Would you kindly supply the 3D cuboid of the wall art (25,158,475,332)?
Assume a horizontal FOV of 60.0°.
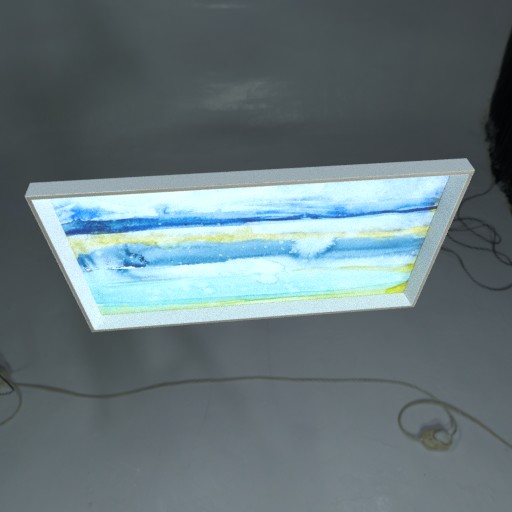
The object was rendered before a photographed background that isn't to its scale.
[{"bbox_3d":[0.000,0.000,0.968,0.812,0.431,0.038,-4,48,-4],"label":"wall art"}]
